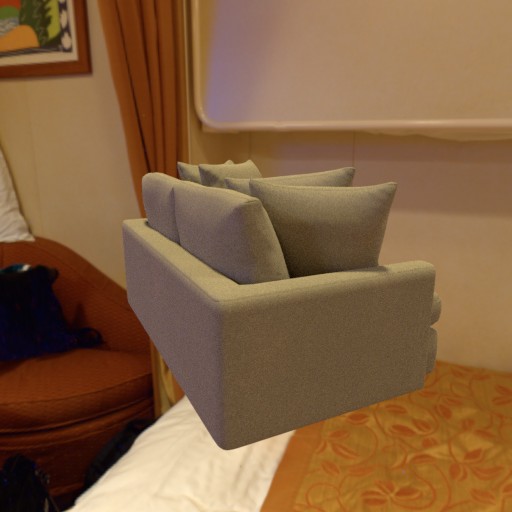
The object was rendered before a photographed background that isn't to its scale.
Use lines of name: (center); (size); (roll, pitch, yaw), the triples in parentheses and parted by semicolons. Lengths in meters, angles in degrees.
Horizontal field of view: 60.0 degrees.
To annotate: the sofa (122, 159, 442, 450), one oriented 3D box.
sofa: (0.000, 0.000, 2.619); (1.228, 1.080, 1.869); (-7, 16, -25)
